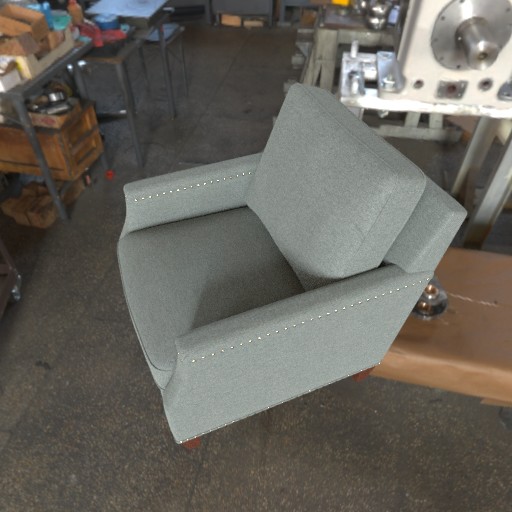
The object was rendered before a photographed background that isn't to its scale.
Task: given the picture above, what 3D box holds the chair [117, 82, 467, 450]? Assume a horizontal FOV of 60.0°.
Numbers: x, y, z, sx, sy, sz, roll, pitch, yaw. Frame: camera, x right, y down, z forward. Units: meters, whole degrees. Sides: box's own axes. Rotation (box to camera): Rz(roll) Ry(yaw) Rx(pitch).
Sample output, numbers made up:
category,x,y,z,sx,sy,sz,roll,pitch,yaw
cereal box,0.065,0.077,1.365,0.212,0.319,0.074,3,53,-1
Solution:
category,x,y,z,sx,sy,sz,roll,pitch,yaw
chair,0.000,0.000,1.739,1.031,1.031,0.885,-16,48,-16
